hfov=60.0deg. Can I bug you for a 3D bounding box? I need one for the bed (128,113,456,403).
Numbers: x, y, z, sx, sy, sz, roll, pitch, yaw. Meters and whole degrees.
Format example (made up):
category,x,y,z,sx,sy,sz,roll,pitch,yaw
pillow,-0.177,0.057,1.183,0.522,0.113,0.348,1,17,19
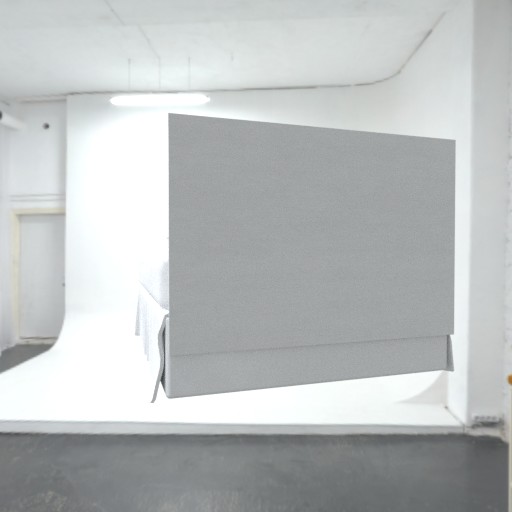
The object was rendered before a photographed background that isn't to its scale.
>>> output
category,x,y,z,sx,sy,sz,roll,pitch,yaw
bed,0.000,0.000,3.241,1.745,1.335,2.094,0,1,-18
